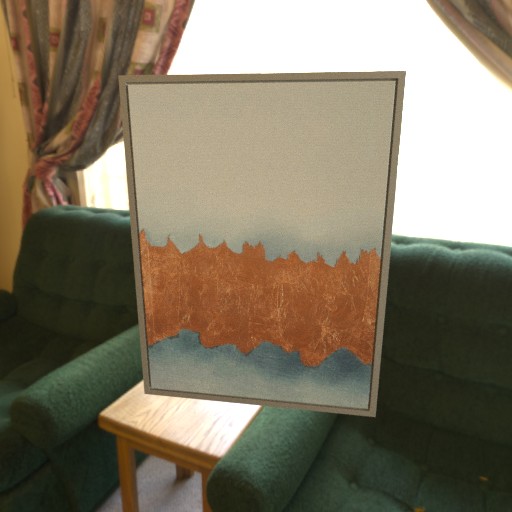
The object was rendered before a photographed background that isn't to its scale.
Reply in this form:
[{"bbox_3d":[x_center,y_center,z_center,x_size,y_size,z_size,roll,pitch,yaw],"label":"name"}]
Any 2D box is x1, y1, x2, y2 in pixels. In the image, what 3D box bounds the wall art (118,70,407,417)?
[{"bbox_3d":[0.000,0.000,1.362,0.789,1.042,0.034,3,17,9],"label":"wall art"}]
